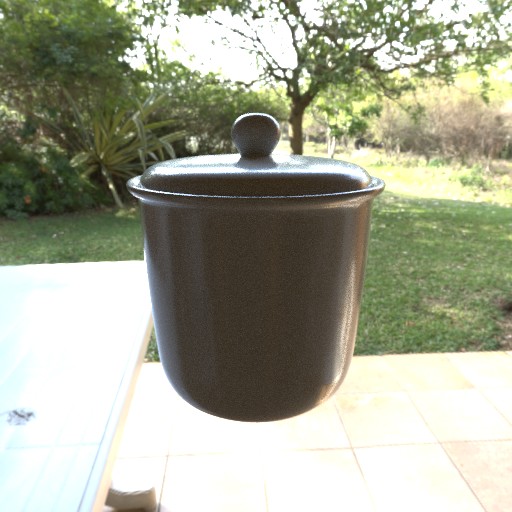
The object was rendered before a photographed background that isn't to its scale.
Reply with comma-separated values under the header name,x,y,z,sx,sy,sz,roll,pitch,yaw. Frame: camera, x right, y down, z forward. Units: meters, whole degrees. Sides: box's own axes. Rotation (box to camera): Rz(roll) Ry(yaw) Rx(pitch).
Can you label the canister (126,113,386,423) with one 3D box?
name,x,y,z,sx,sy,sz,roll,pitch,yaw
canister,0.000,0.000,0.339,0.182,0.208,0.182,0,17,0
